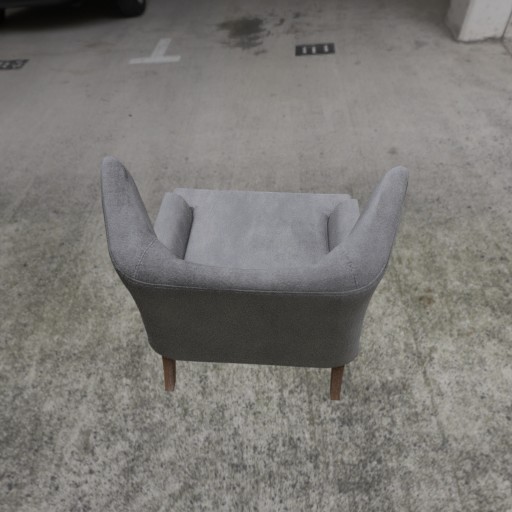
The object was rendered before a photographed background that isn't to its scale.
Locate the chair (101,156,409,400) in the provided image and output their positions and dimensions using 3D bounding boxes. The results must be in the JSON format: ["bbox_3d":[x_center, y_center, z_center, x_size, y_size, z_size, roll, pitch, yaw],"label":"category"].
[{"bbox_3d":[0.000,0.000,1.549,0.784,0.950,0.906,2,46,2],"label":"chair"}]
